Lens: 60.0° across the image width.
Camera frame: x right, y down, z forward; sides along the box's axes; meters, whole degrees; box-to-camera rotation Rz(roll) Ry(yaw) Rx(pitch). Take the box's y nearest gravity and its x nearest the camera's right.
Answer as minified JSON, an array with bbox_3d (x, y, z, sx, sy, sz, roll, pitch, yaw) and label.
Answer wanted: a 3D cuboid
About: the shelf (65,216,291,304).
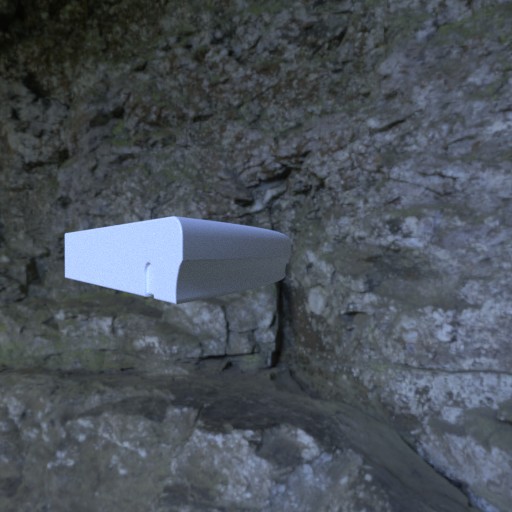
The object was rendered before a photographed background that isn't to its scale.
[{"bbox_3d":[0.000,0.000,0.457,0.310,0.050,0.310,0,1,-34],"label":"shelf"}]
